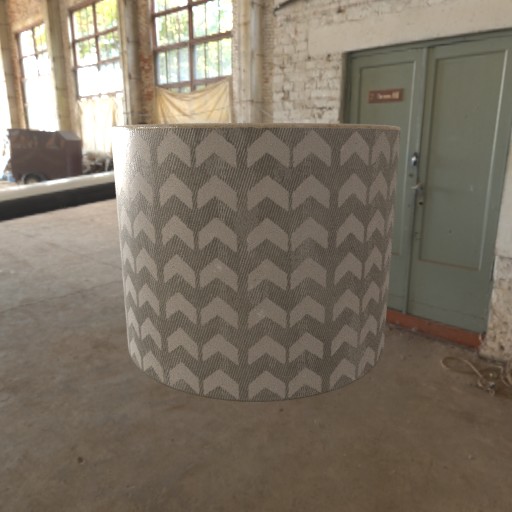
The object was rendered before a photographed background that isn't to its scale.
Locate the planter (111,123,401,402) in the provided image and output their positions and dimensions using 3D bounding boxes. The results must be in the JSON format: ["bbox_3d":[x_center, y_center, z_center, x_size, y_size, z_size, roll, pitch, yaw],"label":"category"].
[{"bbox_3d":[0.000,0.000,0.327,0.190,0.181,0.190,0,15,0],"label":"planter"}]
